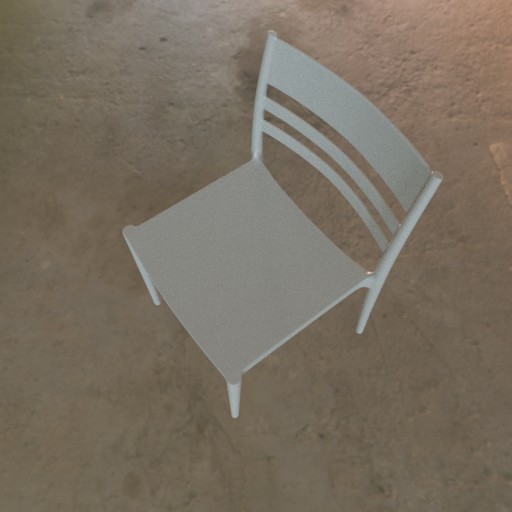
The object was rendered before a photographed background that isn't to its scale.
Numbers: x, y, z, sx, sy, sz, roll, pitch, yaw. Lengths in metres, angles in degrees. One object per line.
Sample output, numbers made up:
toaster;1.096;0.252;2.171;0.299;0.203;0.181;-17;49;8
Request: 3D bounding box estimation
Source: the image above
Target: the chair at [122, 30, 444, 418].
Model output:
chair;0.000;0.000;1.116;0.511;0.800;0.531;-34;67;-16
